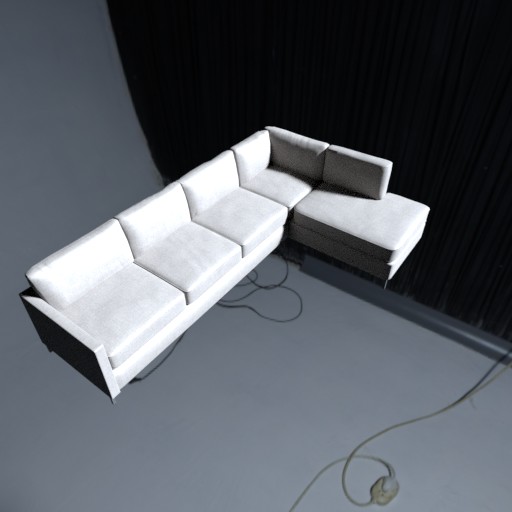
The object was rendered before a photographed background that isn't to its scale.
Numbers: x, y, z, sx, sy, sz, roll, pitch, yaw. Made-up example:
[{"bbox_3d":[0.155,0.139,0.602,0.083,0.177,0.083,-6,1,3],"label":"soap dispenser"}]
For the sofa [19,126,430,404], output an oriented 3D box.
[{"bbox_3d":[0.000,0.000,4.093,2.077,0.964,3.331,26,47,27],"label":"sofa"}]
